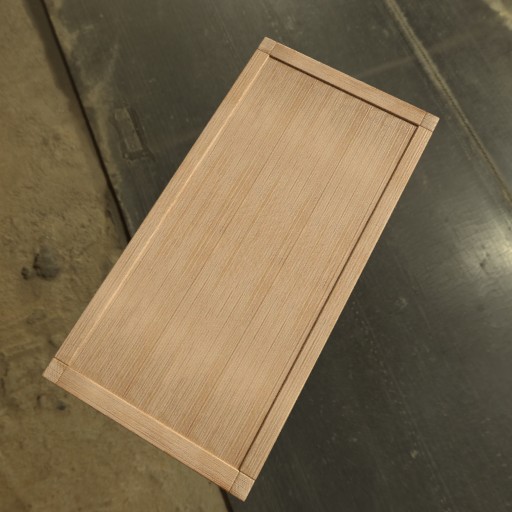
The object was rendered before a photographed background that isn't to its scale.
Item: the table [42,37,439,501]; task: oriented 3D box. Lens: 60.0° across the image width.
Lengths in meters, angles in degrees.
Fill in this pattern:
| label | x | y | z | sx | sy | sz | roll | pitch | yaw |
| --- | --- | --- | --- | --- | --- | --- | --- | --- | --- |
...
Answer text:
| label | x | y | z | sx | sy | sz | roll | pitch | yaw |
| --- | --- | --- | --- | --- | --- | --- | --- | --- | --- |
| table | 0.000 | 0.000 | 1.576 | 0.660 | 0.457 | 1.321 | 28 | 77 | 7 |
